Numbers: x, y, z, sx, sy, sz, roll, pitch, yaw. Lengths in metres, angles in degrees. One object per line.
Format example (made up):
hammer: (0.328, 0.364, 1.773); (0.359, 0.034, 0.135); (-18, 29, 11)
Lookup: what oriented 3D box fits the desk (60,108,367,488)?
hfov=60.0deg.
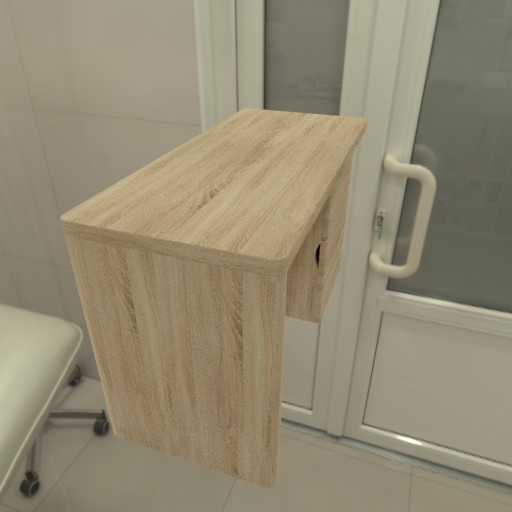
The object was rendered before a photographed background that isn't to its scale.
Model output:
desk: (0.000, 0.000, 1.617); (0.550, 0.760, 1.200); (11, 32, 17)
